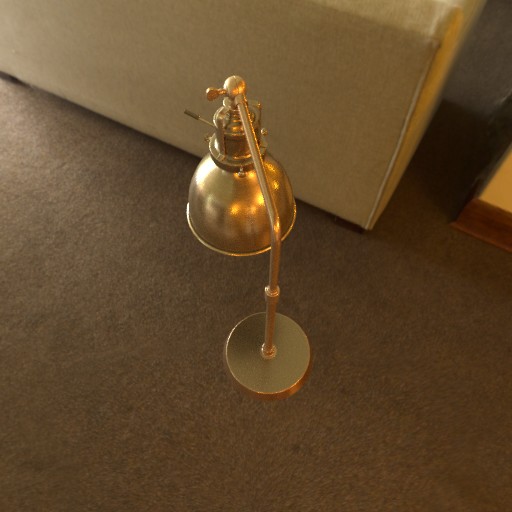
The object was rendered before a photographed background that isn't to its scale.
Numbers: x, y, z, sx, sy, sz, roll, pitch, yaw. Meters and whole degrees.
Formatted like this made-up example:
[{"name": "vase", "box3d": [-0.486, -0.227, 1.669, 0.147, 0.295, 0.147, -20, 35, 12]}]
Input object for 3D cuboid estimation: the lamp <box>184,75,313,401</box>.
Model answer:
[{"name": "lamp", "box3d": [0.000, 0.000, 0.589, 0.153, 0.456, 0.286, -15, 61, -9]}]
